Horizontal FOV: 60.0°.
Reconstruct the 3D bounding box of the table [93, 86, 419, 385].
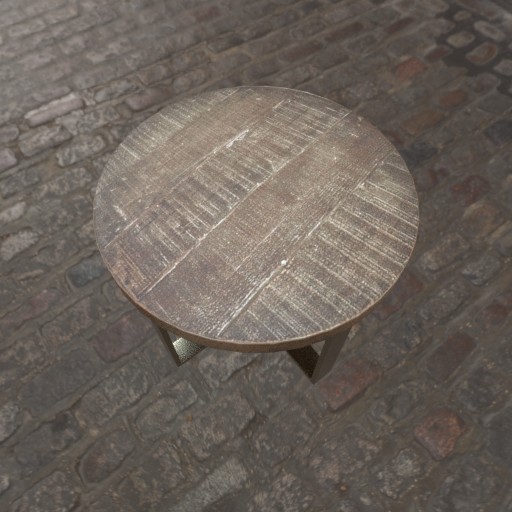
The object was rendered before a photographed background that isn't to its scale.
[{"bbox_3d":[0.000,0.000,0.956,0.557,0.437,0.557,0,59,0],"label":"table"}]
